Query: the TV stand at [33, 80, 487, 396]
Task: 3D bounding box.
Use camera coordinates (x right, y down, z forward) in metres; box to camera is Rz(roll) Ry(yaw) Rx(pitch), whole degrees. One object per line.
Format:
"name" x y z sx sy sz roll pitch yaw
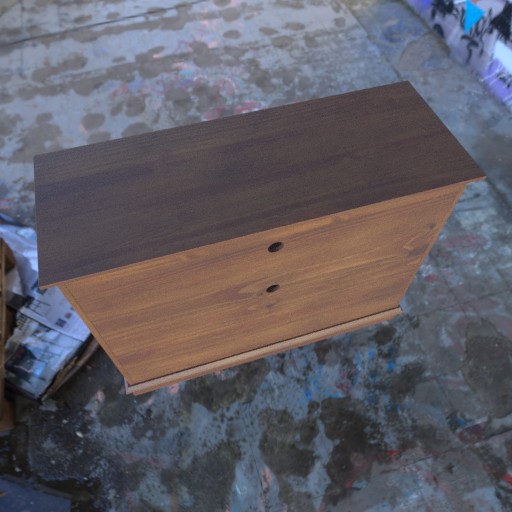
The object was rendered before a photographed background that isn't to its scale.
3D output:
"TV stand" 0.000 0.000 1.449 1.067 0.813 0.406 -14 57 -10
